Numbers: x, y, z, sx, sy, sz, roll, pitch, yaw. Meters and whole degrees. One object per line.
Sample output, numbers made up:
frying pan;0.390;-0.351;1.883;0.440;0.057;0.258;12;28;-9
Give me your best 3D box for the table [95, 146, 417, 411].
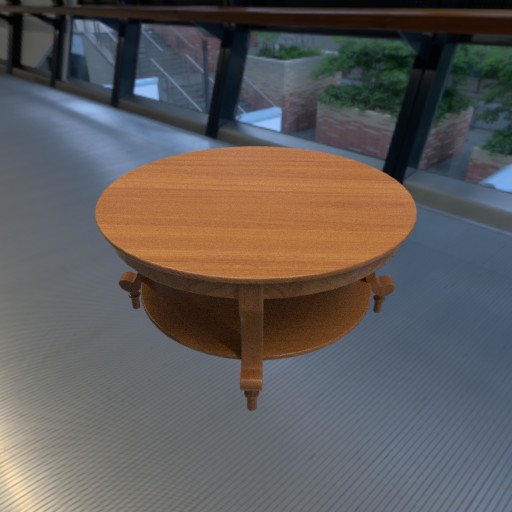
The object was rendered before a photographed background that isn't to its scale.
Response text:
table;0.000;0.000;1.600;1.029;0.490;1.029;0;31;0
